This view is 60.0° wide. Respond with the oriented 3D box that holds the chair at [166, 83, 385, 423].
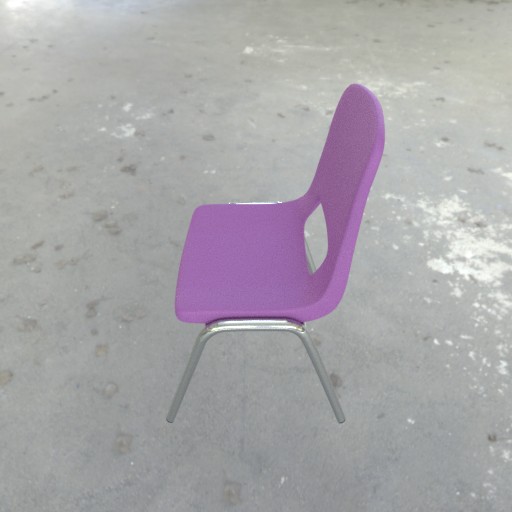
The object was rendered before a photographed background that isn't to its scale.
[{"bbox_3d":[0.000,0.000,0.690,0.301,0.493,0.291,0,41,0],"label":"chair"}]
